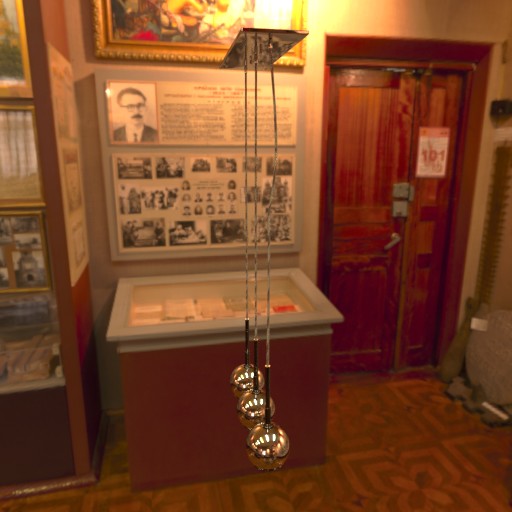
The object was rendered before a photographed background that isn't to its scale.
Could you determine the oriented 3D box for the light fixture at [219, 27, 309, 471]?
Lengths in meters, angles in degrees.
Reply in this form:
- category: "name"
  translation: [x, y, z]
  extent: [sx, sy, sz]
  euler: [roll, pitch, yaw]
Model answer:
- category: "light fixture"
  translation: [0.000, 0.000, 1.652]
  extent: [0.188, 1.408, 0.623]
  euler: [-2, 14, -10]
